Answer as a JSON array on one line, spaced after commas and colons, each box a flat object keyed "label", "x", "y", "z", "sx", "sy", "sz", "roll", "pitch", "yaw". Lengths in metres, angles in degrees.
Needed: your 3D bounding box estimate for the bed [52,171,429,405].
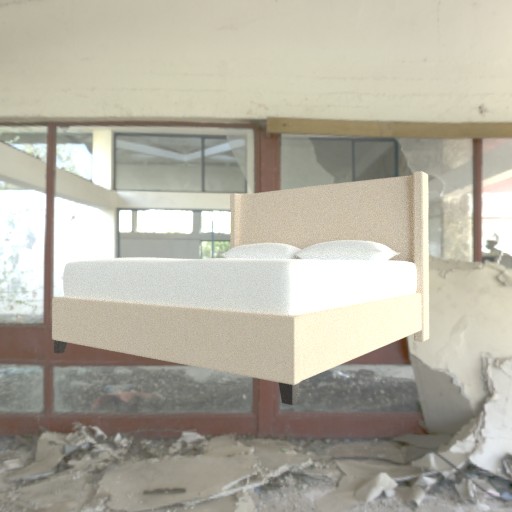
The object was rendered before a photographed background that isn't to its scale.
[{"label": "bed", "x": 0.000, "y": 0.000, "z": 3.644, "sx": 2.145, "sy": 1.471, "sz": 2.293, "roll": -1, "pitch": -1, "yaw": 36}]
